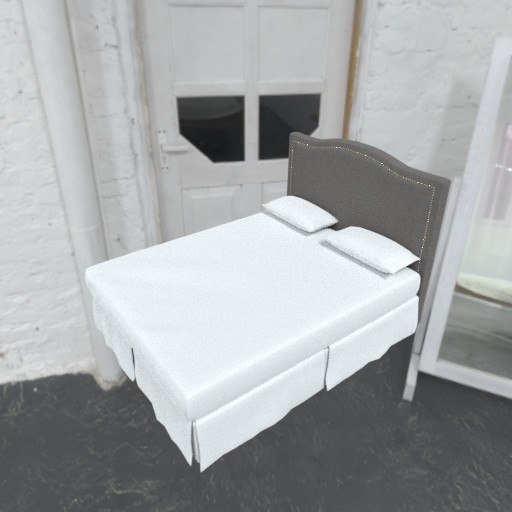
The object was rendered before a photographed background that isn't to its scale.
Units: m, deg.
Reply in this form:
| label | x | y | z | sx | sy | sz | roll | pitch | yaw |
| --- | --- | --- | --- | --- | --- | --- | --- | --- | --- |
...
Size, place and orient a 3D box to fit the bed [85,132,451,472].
| label | x | y | z | sx | sy | sz | roll | pitch | yaw |
| --- | --- | --- | --- | --- | --- | --- | --- | --- | --- |
| bed | 0.000 | 0.000 | 3.509 | 2.282 | 1.436 | 1.821 | -21 | 36 | -31 |
